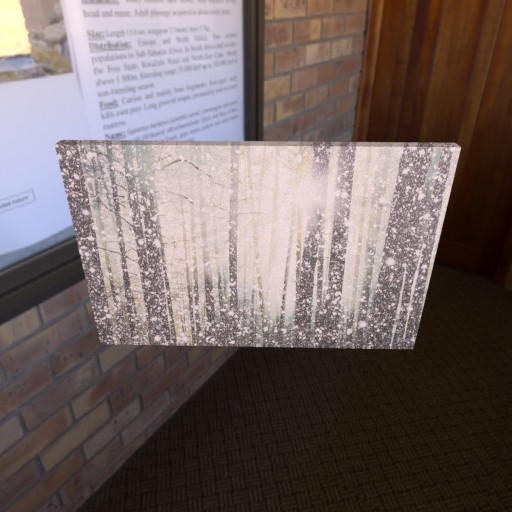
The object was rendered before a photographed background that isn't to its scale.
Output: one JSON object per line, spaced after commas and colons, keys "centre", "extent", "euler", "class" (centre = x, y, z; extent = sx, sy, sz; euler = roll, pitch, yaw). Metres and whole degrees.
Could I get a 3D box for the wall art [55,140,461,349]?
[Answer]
{"centre": [0.000, 0.000, 1.168], "extent": [0.919, 0.598, 0.038], "euler": [1, 30, 1], "class": "wall art"}
